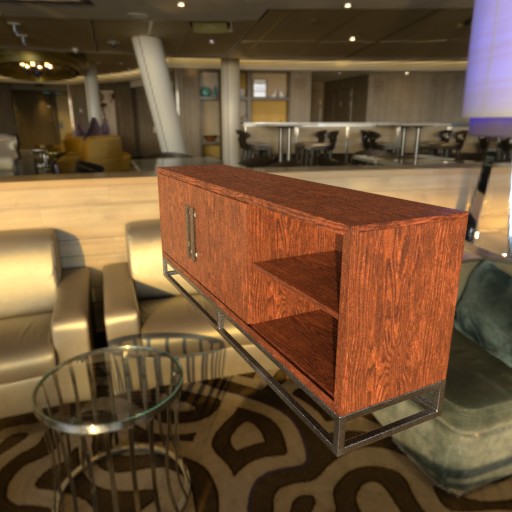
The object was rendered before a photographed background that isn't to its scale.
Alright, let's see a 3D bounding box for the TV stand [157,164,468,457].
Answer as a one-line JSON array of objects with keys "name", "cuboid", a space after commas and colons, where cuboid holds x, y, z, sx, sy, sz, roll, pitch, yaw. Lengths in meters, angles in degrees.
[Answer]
[{"name": "TV stand", "cuboid": [0.000, 0.000, 1.736, 0.382, 0.578, 1.541, -8, 18, -26]}]
